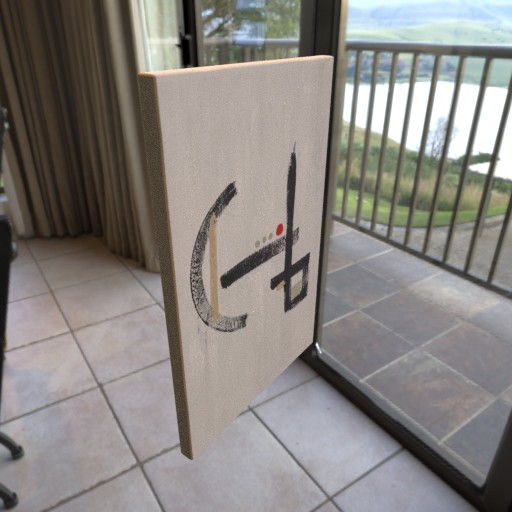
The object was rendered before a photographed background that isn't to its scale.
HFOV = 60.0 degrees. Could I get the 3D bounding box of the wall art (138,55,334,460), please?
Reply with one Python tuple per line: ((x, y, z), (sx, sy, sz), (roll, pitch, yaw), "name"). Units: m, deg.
((0.000, 0.000, 1.142), (0.048, 0.916, 0.602), (19, 33, 32), "wall art")
